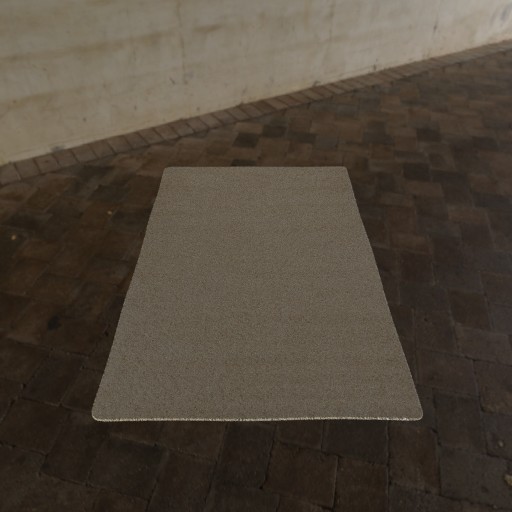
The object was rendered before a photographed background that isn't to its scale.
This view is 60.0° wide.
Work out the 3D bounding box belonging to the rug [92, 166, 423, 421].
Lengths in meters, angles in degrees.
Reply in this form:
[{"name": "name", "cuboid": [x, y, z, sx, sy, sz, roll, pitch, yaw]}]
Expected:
[{"name": "rug", "cuboid": [0.000, 0.000, 3.397, 1.798, 0.025, 2.698, 0, 41, 0]}]
